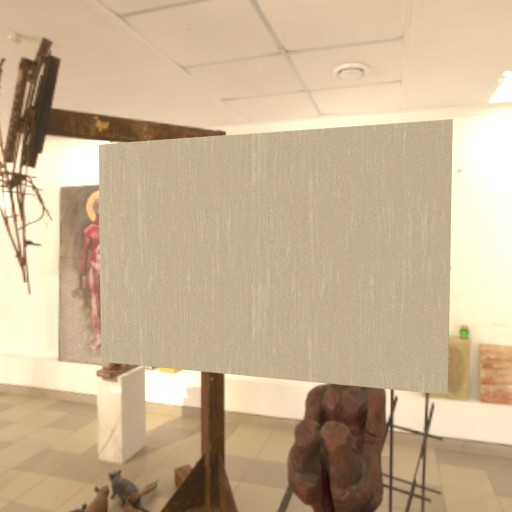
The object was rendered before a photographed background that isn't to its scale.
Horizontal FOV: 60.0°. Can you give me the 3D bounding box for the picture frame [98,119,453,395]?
[{"bbox_3d":[0.000,0.000,1.179,0.950,0.640,0.029,1,2,17],"label":"picture frame"}]
